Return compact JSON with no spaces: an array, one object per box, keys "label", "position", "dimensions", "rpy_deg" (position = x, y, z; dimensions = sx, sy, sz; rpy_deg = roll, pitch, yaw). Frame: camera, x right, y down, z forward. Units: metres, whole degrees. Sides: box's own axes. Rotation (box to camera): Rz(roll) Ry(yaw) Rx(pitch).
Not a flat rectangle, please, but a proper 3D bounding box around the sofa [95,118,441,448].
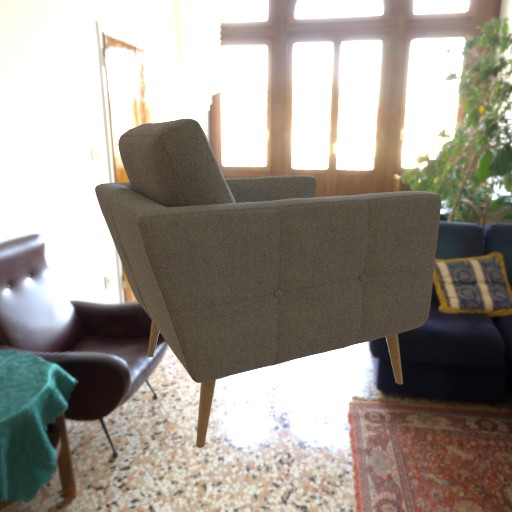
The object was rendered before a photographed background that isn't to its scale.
[{"label":"sofa","position":[0.000,0.000,1.492],"dimensions":[0.920,0.860,0.770],"rpy_deg":[-7,16,-25]}]
